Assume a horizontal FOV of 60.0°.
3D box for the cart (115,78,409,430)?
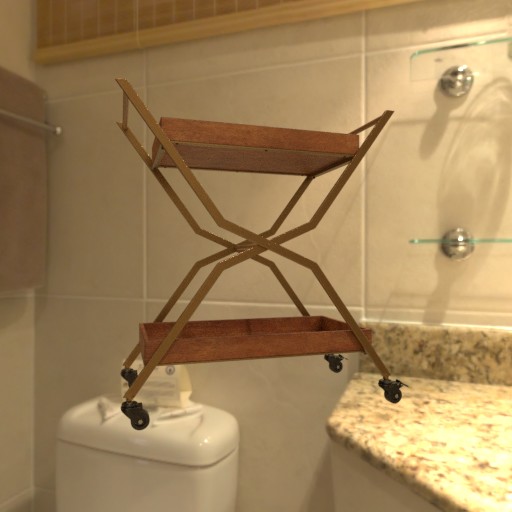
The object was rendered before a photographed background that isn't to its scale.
[{"bbox_3d":[0.000,0.000,1.384,0.836,0.869,0.405,0,0,-17],"label":"cart"}]
